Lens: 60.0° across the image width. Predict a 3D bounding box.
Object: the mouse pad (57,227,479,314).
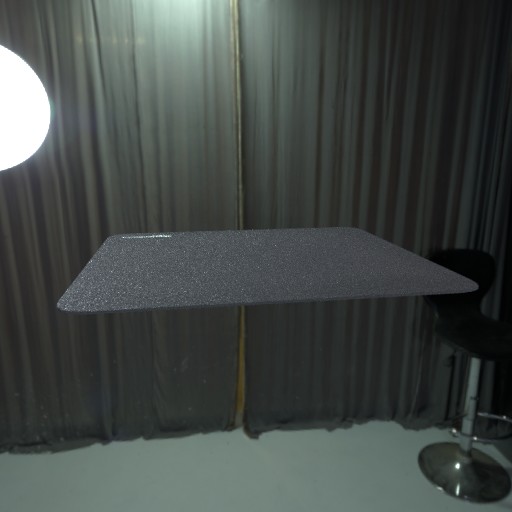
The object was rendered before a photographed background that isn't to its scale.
[{"bbox_3d":[0.000,0.000,0.437,0.315,0.002,0.269,-2,14,-9],"label":"mouse pad"}]
